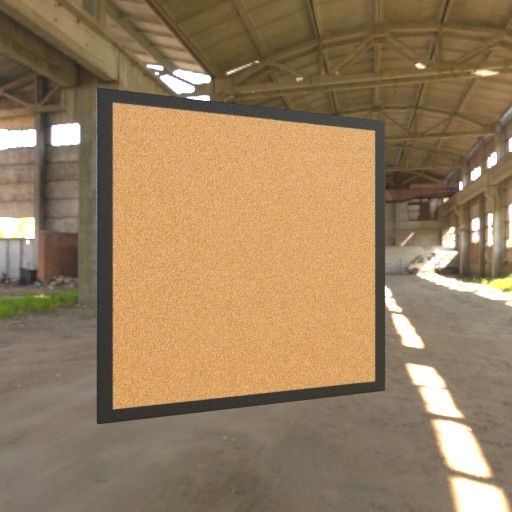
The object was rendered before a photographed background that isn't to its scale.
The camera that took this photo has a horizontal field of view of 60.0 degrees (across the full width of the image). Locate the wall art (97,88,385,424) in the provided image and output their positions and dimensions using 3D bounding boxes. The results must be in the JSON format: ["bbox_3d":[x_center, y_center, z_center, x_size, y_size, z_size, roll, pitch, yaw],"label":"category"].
[{"bbox_3d":[0.000,0.000,0.980,0.663,0.659,0.016,0,0,-19],"label":"wall art"}]
